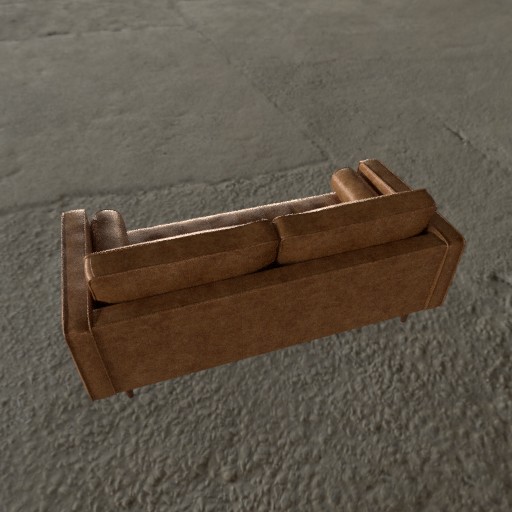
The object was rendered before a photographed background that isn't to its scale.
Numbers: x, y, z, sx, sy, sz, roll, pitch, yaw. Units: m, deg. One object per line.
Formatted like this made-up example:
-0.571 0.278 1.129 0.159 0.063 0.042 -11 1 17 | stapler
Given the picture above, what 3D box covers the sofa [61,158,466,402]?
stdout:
0.000 0.000 2.404 1.920 0.825 0.924 -12 42 -14 | sofa
